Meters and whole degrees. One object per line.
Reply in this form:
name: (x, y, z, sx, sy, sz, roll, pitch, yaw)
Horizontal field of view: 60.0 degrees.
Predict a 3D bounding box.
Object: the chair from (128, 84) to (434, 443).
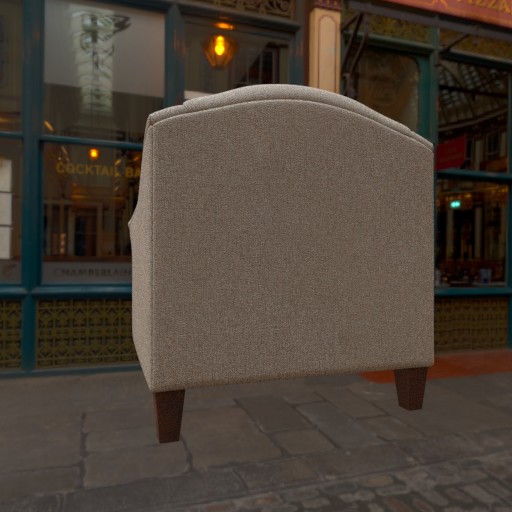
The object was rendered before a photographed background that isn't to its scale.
chair: (0.000, 0.000, 1.427, 0.763, 0.839, 0.787, 0, -1, -19)
